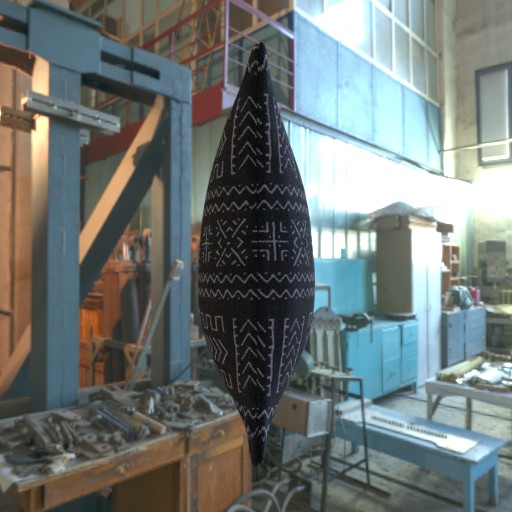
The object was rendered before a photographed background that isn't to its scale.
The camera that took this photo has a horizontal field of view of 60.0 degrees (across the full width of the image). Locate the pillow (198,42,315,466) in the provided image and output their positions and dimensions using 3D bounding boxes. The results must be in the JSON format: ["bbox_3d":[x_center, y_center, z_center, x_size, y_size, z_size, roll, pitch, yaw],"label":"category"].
[{"bbox_3d":[0.000,0.000,0.661,0.164,0.430,0.438,0,-1,-1],"label":"pillow"}]
